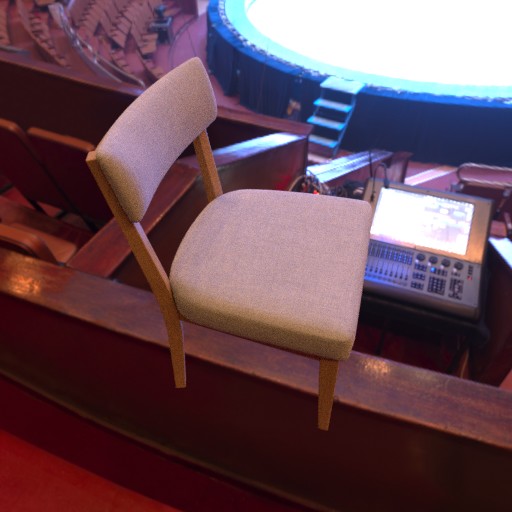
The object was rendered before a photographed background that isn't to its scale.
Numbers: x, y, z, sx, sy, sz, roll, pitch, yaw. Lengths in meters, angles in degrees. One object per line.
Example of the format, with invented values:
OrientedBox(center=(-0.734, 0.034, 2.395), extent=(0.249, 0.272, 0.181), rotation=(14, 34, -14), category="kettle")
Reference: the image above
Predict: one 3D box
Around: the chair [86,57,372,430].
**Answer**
OrientedBox(center=(0.000, 0.000, 1.187), extent=(0.572, 0.832, 0.508), rotation=(11, 45, 11), category="chair")
